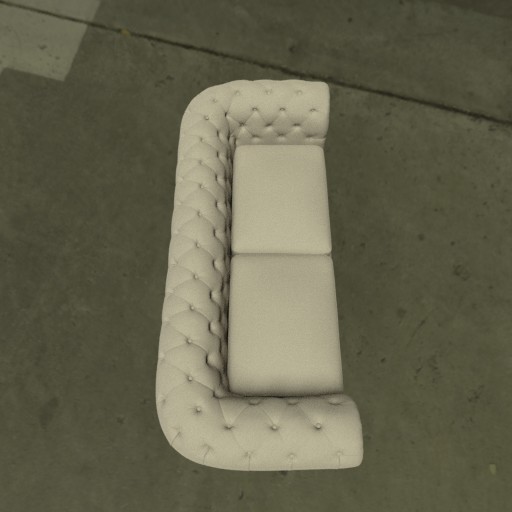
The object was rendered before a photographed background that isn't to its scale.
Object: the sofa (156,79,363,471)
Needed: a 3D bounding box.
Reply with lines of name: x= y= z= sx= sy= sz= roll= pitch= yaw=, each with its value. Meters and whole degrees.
sofa: x=0.000 y=0.000 z=2.764 sx=0.991 sy=0.749 sz=2.411 roll=0 pitch=64 yaw=0
